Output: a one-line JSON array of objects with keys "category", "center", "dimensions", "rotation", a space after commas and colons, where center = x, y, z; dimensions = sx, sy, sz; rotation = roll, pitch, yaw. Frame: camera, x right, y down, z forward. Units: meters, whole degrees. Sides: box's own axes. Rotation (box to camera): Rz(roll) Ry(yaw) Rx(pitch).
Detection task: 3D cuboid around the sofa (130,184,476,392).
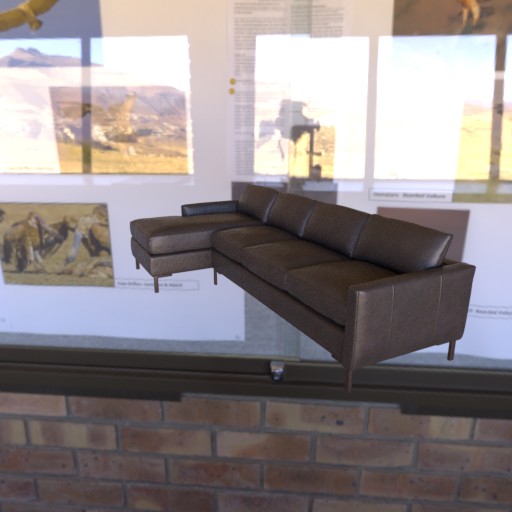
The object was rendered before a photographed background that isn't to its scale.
[{"category": "sofa", "center": [0.000, 0.000, 3.677], "dimensions": [1.471, 0.859, 2.993], "rotation": [-8, 18, -26]}]
